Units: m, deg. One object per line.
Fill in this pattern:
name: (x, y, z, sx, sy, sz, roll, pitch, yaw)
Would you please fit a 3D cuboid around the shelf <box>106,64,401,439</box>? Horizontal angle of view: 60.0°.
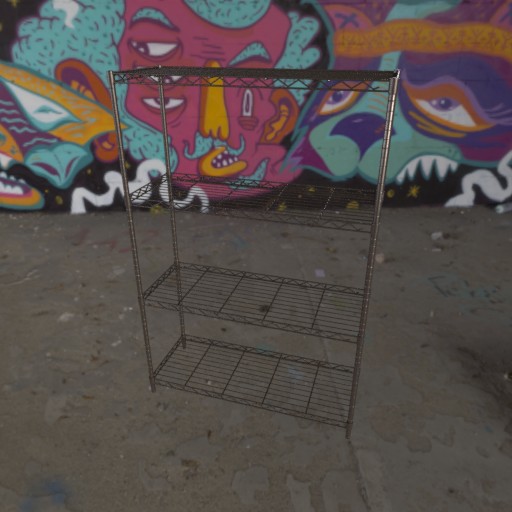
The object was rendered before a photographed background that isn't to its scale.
shelf: (0.000, 0.000, 1.755, 0.907, 1.361, 0.352, 8, 28, 15)
